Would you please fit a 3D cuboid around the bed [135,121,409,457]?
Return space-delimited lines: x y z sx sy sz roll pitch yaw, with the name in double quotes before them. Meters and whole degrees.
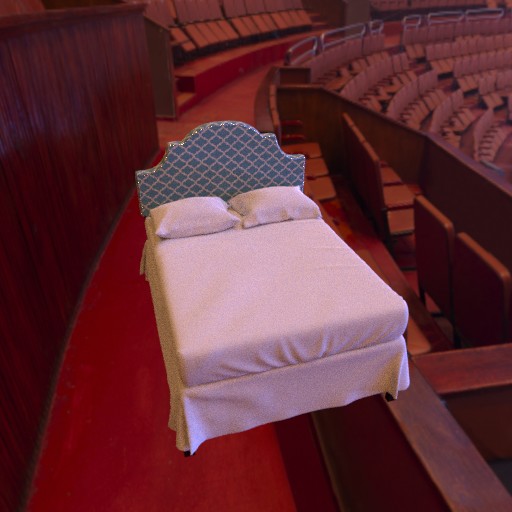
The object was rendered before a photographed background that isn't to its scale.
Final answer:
"bed" 0.000 0.000 3.480 1.780 1.633 2.222 -9 32 -15
